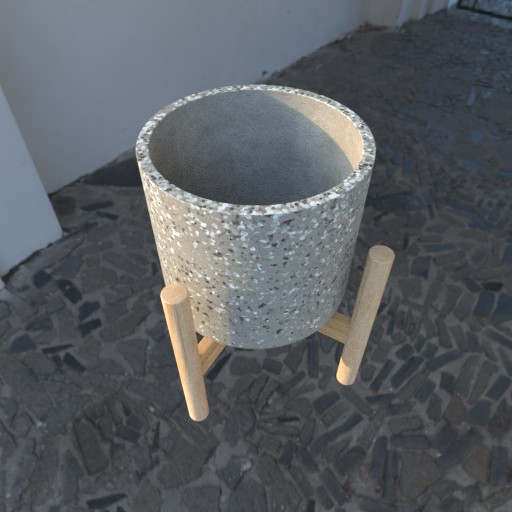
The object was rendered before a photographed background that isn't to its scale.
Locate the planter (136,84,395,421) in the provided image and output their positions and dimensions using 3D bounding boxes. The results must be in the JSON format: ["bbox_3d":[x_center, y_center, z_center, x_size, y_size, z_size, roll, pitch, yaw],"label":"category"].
[{"bbox_3d":[0.000,0.000,0.532,0.284,0.320,0.284,-28,52,-25],"label":"planter"}]
